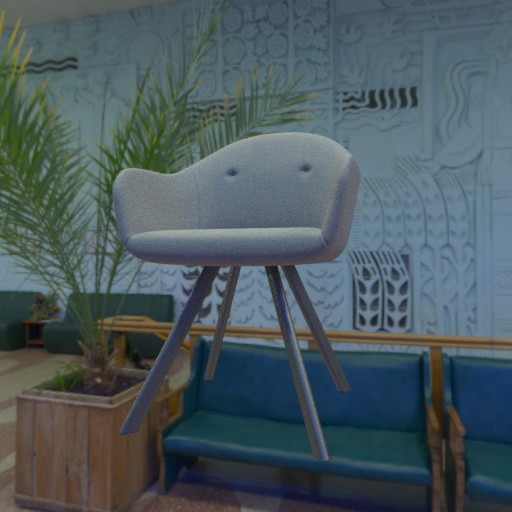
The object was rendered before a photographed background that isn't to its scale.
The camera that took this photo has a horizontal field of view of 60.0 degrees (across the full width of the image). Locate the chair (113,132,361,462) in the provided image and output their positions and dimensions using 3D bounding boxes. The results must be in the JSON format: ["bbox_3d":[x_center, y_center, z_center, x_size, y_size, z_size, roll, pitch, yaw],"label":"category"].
[{"bbox_3d":[0.000,0.000,1.174,0.540,0.780,0.570,0,0,17],"label":"chair"}]
